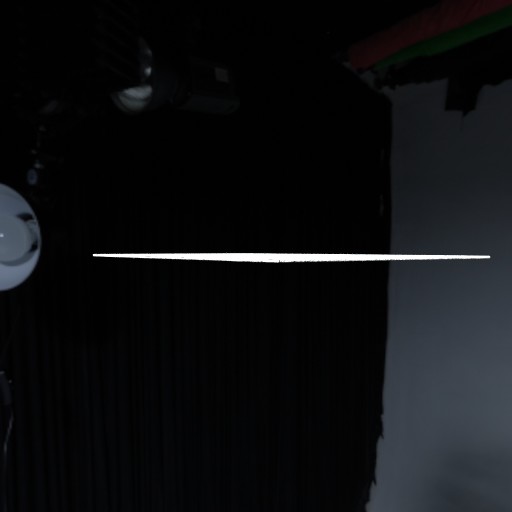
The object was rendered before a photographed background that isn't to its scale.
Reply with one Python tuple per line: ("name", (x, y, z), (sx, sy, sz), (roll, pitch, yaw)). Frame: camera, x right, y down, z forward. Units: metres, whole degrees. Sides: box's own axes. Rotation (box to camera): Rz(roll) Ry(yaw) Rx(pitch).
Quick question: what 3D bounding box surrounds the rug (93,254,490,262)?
("rug", (0.000, 0.000, 3.065), (1.530, 0.012, 2.444), (0, 1, -35))
